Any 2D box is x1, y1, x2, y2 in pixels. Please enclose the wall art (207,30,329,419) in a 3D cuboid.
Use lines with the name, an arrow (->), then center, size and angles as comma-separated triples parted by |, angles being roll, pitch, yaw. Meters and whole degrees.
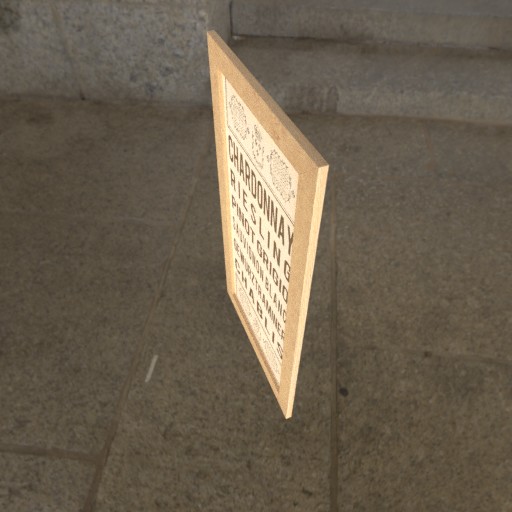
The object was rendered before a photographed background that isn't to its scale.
wall art -> 0.000, 0.000, 0.844 | 0.013, 0.683, 0.381 | -17, 51, -15
